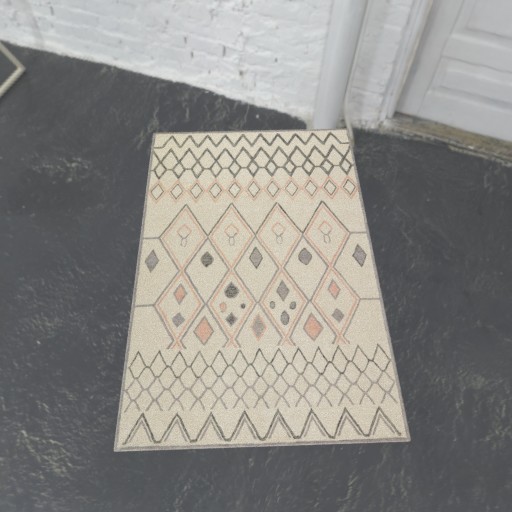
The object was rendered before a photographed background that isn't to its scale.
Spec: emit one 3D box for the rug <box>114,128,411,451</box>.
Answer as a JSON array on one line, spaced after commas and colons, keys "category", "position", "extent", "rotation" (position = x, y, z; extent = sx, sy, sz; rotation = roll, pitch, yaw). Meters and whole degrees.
[{"category": "rug", "position": [0.000, 0.000, 2.292], "extent": [1.219, 0.016, 1.829], "rotation": [-2, 59, -1]}]
